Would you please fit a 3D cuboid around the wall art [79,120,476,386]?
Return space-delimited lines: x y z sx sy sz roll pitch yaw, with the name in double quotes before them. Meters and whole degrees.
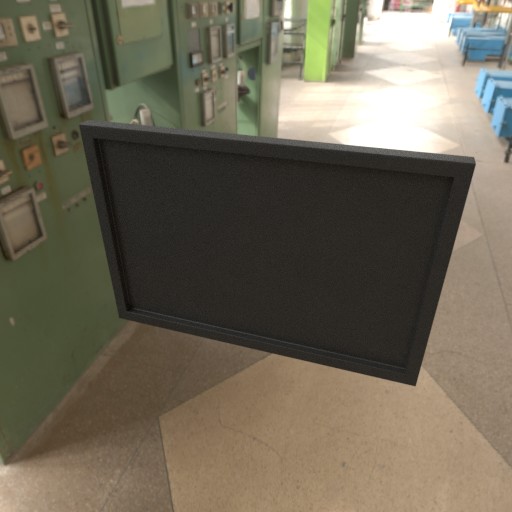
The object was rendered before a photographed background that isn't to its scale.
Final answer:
"wall art" 0.000 0.000 0.564 0.443 0.301 0.021 10 33 15
